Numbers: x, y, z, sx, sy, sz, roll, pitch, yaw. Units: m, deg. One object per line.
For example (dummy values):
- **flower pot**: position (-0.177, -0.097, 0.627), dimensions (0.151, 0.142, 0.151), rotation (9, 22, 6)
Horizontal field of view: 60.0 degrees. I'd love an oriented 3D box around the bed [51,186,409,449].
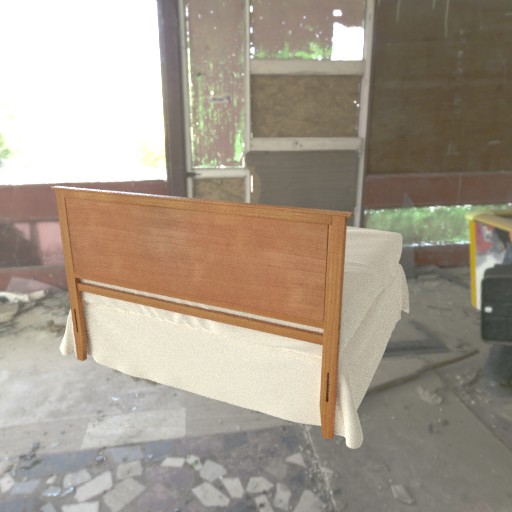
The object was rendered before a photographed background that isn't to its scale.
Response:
- **bed**: position (0.000, 0.000, 3.601), dimensions (2.317, 1.270, 2.215), rotation (8, 19, 25)
